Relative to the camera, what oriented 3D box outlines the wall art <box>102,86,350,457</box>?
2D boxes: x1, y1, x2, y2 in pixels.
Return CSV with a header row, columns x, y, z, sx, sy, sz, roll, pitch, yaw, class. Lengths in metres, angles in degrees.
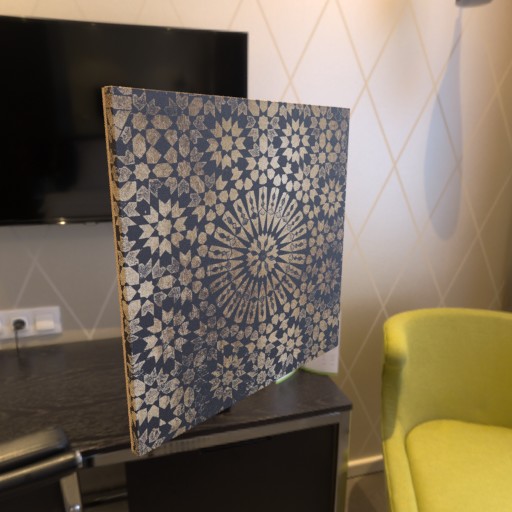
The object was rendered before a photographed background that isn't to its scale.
x,y,z,sx,sy,sz,roll,pitch,yaw,class
0.000,0.000,1.372,0.038,0.914,0.914,14,20,43,wall art
